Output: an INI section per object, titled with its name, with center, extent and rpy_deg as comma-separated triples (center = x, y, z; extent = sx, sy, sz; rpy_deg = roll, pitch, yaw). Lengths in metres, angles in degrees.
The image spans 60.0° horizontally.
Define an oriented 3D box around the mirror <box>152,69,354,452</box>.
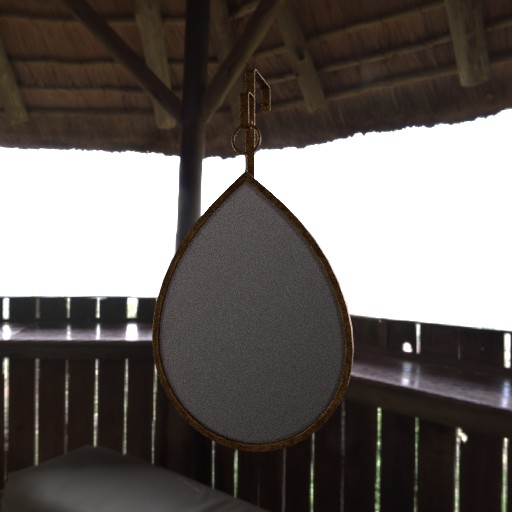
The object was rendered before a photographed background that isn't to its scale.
[mirror]
center = 0.000, 0.000, 0.911
extent = 0.405, 0.744, 0.144
rpy_deg = 0, 0, 18
